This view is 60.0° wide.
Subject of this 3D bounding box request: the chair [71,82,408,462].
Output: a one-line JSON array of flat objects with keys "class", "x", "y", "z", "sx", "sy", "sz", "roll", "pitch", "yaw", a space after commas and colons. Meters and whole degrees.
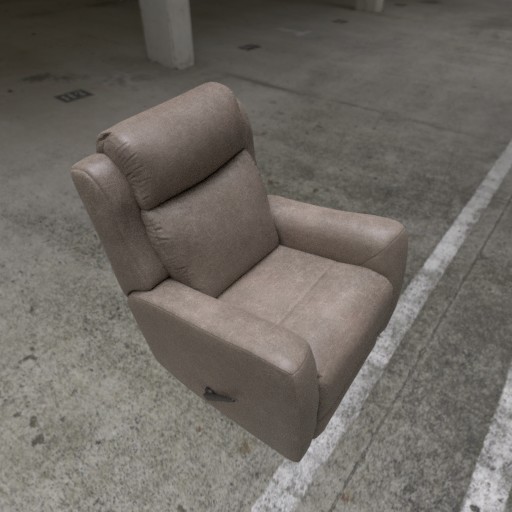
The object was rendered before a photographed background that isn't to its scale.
[{"class": "chair", "x": 0.000, "y": 0.000, "z": 1.878, "sx": 1.068, "sy": 1.116, "sz": 0.967, "roll": 25, "pitch": 47, "yaw": 26}]
